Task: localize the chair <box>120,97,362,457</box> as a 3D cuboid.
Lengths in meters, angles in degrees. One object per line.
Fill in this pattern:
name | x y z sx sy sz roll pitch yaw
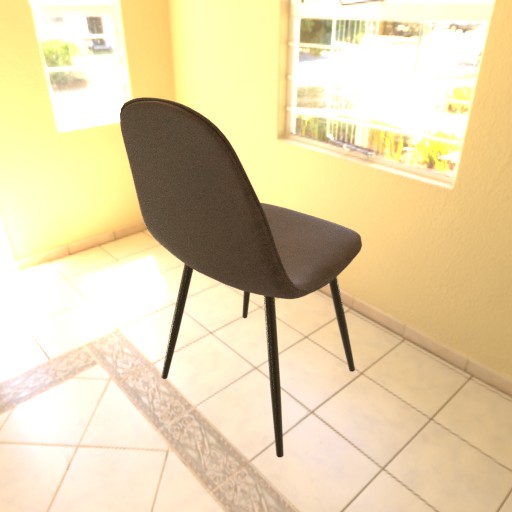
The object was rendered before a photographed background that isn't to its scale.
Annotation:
chair | 0.000 0.000 1.199 0.472 0.889 0.561 21 36 33
